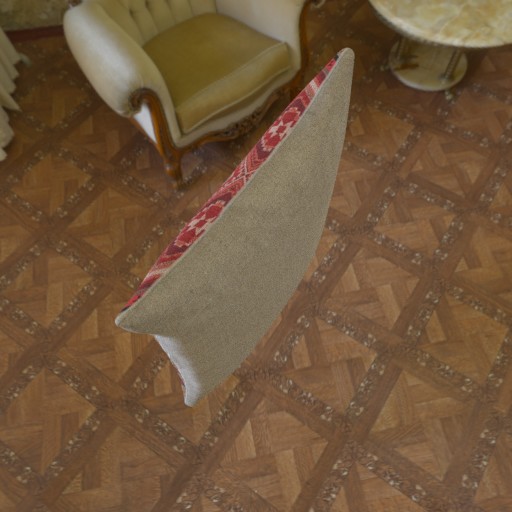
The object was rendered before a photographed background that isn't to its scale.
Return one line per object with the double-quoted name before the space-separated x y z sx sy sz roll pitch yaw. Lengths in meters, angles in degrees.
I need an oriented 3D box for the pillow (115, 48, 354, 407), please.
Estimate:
"pillow" 0.000 0.000 0.774 0.158 0.511 0.513 30 66 15
